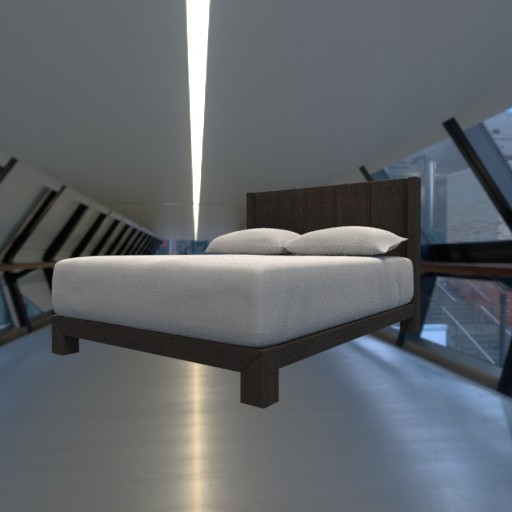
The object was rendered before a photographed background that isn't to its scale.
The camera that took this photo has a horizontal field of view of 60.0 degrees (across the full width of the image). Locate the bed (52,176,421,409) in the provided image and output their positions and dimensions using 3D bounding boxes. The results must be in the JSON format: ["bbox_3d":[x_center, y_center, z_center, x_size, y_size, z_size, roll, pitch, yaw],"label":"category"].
[{"bbox_3d":[0.000,0.000,3.281,1.727,1.270,2.242,1,1,37],"label":"bed"}]
